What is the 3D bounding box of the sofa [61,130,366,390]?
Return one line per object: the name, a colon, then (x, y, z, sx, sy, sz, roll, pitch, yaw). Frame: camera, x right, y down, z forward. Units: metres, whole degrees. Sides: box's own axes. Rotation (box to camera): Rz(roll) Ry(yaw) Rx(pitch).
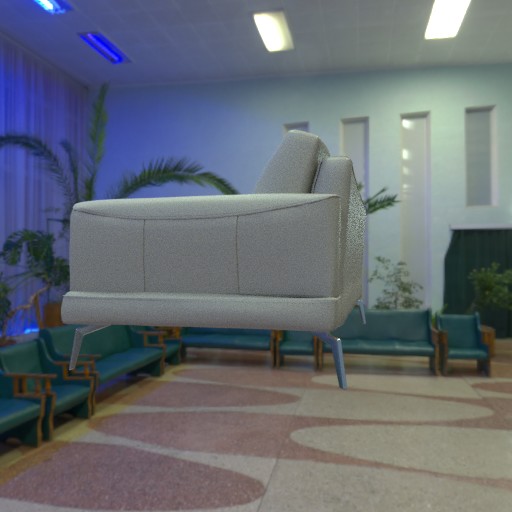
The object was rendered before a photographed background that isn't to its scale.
sofa: (0.000, 0.000, 2.421, 1.121, 0.930, 1.819, 0, -1, 16)
